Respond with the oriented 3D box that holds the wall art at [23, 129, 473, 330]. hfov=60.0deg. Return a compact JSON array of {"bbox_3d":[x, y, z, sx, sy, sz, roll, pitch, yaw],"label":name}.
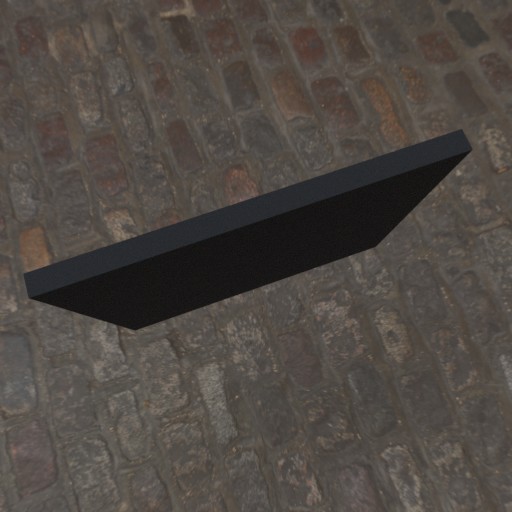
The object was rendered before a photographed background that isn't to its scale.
[{"bbox_3d":[0.000,0.000,0.751,0.558,0.457,0.031,-19,77,-5],"label":"wall art"}]
